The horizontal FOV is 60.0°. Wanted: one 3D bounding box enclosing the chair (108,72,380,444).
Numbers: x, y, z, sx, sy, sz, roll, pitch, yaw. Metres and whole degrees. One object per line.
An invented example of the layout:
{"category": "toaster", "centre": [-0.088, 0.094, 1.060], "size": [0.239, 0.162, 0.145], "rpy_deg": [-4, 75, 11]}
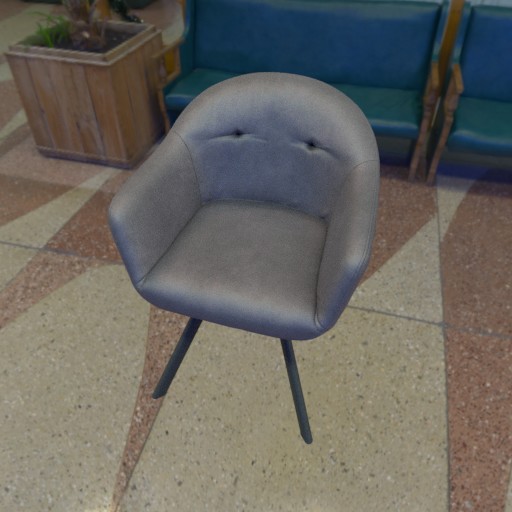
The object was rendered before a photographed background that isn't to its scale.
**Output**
{"category": "chair", "centre": [0.000, 0.000, 1.182], "size": [0.567, 0.781, 0.544], "rpy_deg": [12, 43, 13]}
